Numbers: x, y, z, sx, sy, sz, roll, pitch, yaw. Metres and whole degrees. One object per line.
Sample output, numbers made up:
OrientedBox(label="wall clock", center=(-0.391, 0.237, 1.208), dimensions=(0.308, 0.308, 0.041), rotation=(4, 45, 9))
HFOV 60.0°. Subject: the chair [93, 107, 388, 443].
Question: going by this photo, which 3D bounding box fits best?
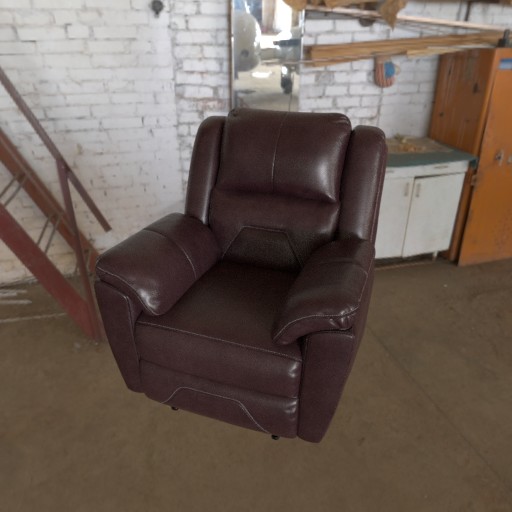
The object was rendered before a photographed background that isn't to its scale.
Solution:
OrientedBox(label="chair", center=(0.000, 0.000, 1.915), dimensions=(0.990, 1.093, 1.041), rotation=(9, 29, 17))
